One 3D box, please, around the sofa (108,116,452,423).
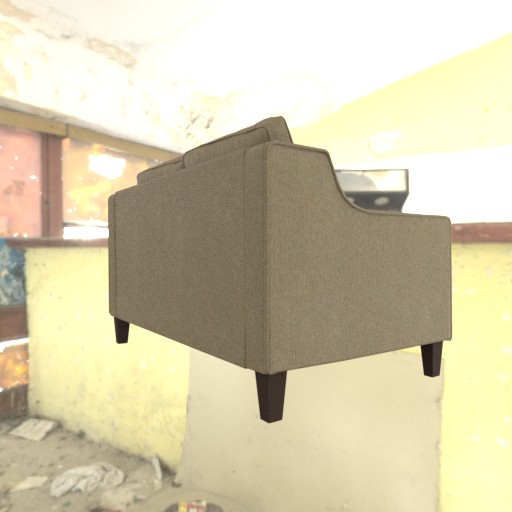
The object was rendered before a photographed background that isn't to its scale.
[{"bbox_3d":[0.000,0.000,2.160,0.985,0.981,1.503,0,1,-35],"label":"sofa"}]
